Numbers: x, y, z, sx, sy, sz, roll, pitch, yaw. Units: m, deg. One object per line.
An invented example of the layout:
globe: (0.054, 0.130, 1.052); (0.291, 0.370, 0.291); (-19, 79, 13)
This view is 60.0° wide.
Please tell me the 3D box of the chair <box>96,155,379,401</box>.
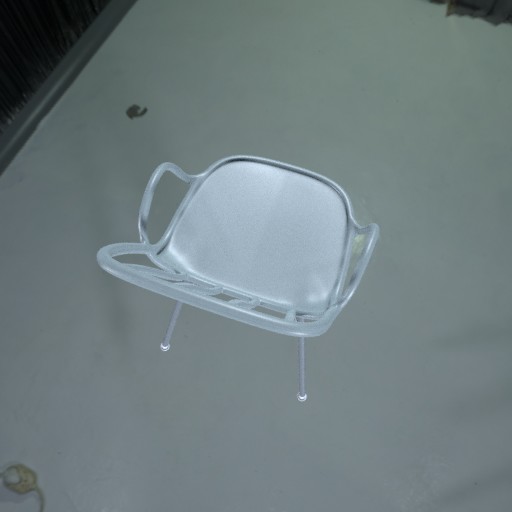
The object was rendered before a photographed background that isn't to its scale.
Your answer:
chair: (0.000, 0.000, 1.191); (0.549, 0.816, 0.597); (18, 65, 8)
